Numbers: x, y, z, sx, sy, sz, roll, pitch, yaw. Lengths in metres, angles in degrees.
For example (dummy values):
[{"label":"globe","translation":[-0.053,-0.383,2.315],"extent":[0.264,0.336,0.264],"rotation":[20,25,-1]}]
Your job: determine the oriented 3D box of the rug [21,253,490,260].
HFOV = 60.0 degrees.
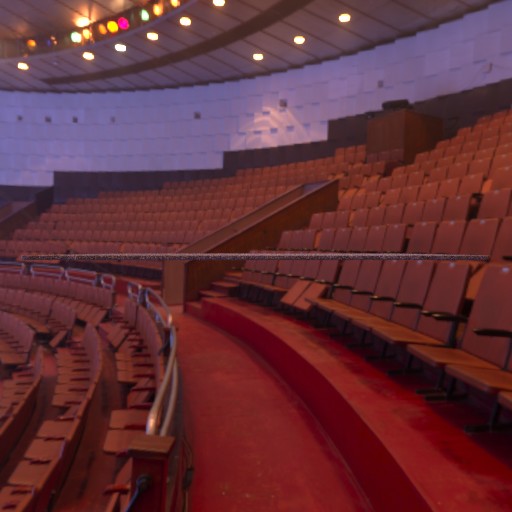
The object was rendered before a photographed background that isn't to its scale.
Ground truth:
[{"label":"rug","translation":[0.000,0.000,3.439],"extent":[2.699,0.026,1.802],"rotation":[0,1,0]}]
